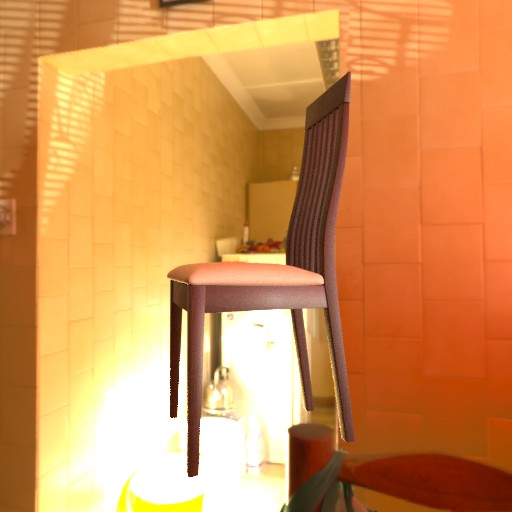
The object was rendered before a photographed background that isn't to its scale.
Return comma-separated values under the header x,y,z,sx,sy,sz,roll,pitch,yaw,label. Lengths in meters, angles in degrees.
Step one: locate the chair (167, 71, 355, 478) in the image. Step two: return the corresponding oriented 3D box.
x,y,z,sx,sy,sz,roll,pitch,yaw,label
0.000,0.000,1.298,0.474,1.027,0.460,0,-1,-17,chair
